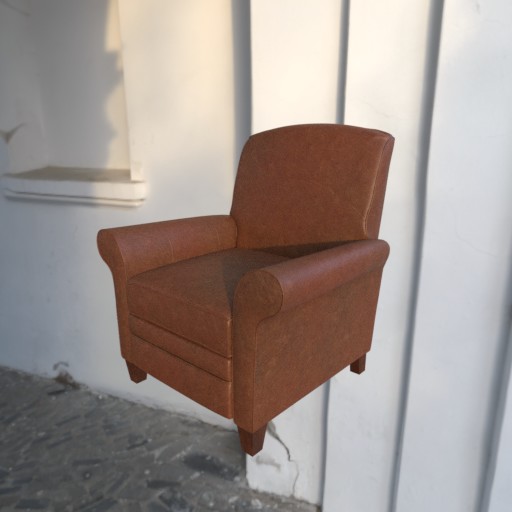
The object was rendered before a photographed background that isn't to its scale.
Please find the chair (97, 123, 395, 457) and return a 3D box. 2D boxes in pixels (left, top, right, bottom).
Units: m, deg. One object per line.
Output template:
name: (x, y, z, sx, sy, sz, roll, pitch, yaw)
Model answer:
chair: (0.000, 0.000, 1.825, 0.978, 1.061, 0.902, 13, 20, 40)
